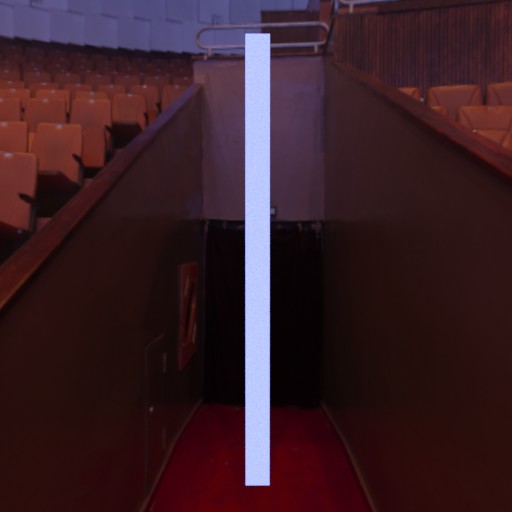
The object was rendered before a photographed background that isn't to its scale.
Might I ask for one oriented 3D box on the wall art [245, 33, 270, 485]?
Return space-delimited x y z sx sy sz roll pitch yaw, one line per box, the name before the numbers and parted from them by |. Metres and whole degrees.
wall art | 0.000 0.000 1.133 0.041 0.765 0.768 0 2 0
